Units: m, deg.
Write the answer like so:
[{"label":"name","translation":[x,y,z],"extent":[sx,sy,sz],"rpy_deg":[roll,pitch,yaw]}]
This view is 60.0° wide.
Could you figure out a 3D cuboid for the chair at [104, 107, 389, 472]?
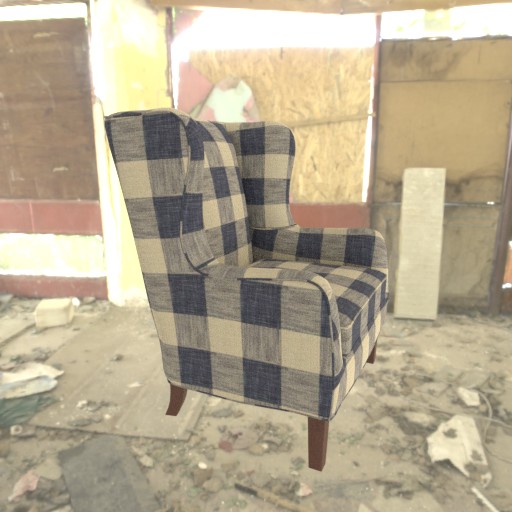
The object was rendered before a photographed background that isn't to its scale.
[{"label":"chair","translation":[0.000,0.000,1.680],"extent":[0.889,1.041,0.830],"rpy_deg":[7,15,25]}]
